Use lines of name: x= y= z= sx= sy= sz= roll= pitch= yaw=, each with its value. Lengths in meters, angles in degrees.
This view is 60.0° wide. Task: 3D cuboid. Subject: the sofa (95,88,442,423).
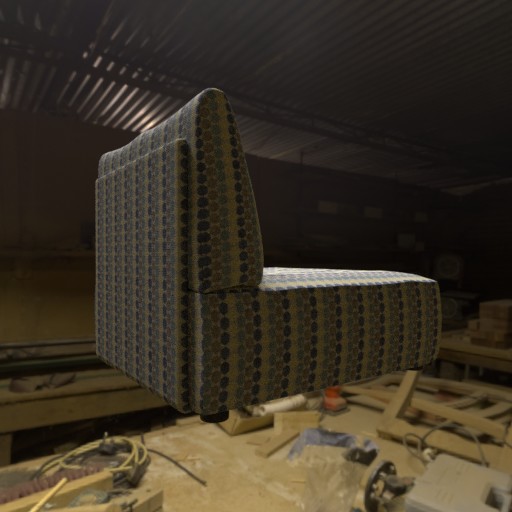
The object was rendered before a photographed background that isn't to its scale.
sofa: x=0.000 y=0.000 z=1.701 sx=1.000 sy=0.830 sz=0.930 roll=0 pitch=0 yaw=-35
